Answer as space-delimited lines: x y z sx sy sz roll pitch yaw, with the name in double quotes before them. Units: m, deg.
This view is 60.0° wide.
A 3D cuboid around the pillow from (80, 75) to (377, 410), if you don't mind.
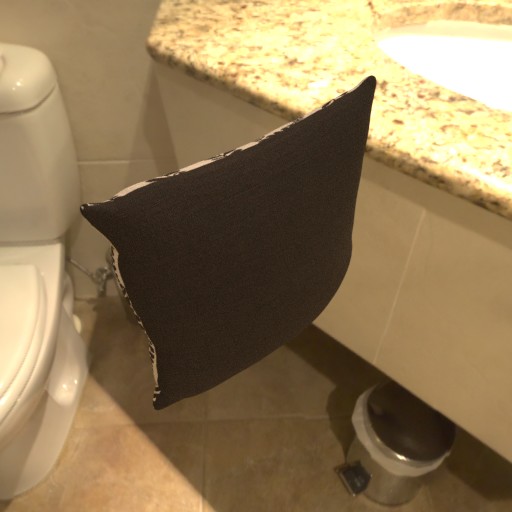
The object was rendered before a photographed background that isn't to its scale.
"pillow" 0.000 0.000 0.671 0.440 0.441 0.182 -31 54 -26
